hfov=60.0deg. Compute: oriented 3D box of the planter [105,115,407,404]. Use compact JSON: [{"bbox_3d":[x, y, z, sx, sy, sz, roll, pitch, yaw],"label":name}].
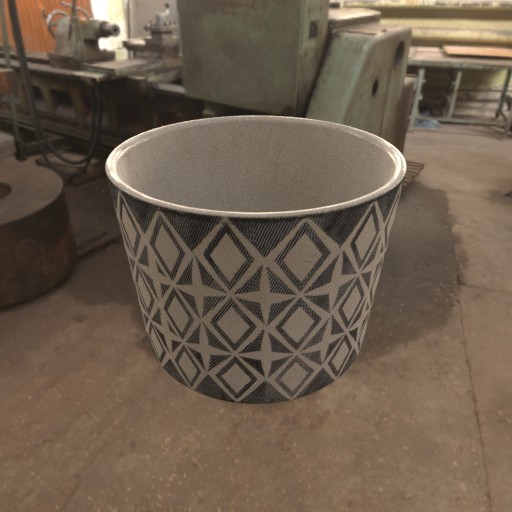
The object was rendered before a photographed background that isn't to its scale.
[{"bbox_3d":[0.000,0.000,0.454,0.260,0.220,0.260,0,31,0],"label":"planter"}]
